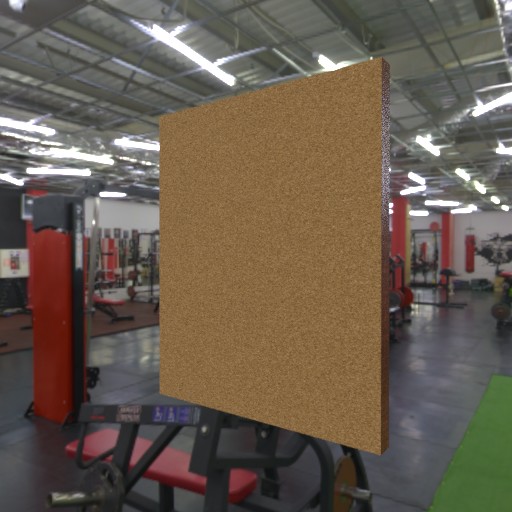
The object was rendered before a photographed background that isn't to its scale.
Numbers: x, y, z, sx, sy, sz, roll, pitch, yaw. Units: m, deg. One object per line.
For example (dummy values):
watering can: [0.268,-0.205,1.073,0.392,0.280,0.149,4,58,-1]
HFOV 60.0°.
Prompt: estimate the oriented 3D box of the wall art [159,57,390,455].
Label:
wall art: [0.000,0.000,0.782,0.467,0.567,0.033,0,1,36]
